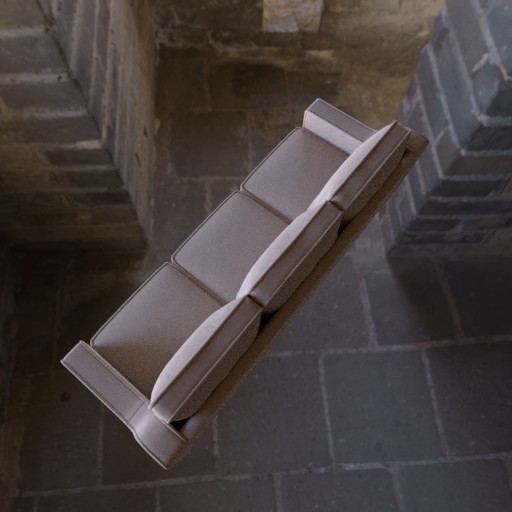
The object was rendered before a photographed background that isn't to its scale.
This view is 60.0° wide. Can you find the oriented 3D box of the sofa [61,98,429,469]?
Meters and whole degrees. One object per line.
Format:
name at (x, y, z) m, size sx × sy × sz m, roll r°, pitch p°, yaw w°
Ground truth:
sofa at (0.000, 0.000, 2.485) m, size 0.791 × 0.902 × 2.131 m, roll 36°, pitch 70°, yaw 15°
